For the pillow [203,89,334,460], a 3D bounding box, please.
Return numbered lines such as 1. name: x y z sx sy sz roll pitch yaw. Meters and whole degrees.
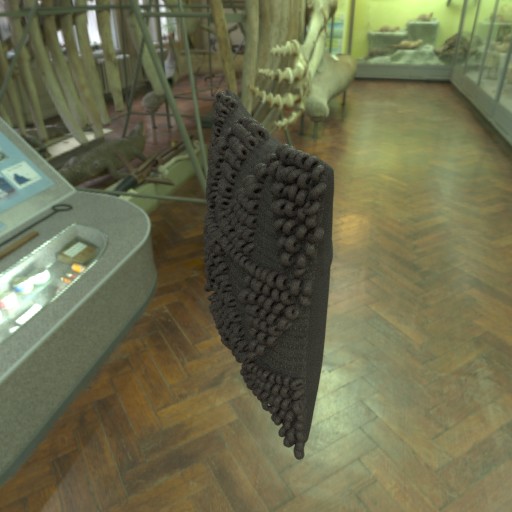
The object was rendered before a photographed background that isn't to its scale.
1. pillow: 0.000 0.000 0.746 0.172 0.467 0.470 -8 31 -14
